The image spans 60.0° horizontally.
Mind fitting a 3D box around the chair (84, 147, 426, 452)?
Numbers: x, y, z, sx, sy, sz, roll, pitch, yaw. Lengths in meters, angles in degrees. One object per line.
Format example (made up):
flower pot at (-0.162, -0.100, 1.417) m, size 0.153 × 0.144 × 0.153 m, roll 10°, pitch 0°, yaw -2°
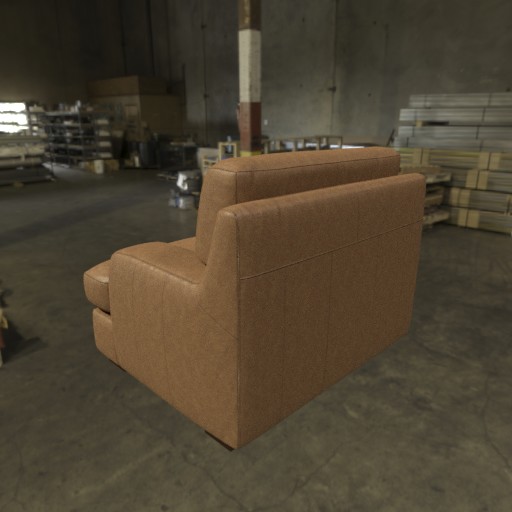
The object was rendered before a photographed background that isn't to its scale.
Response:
chair at (0.000, 0.000, 2.043) m, size 1.050 × 0.978 × 1.276 m, roll 16°, pitch 24°, yaw 42°
